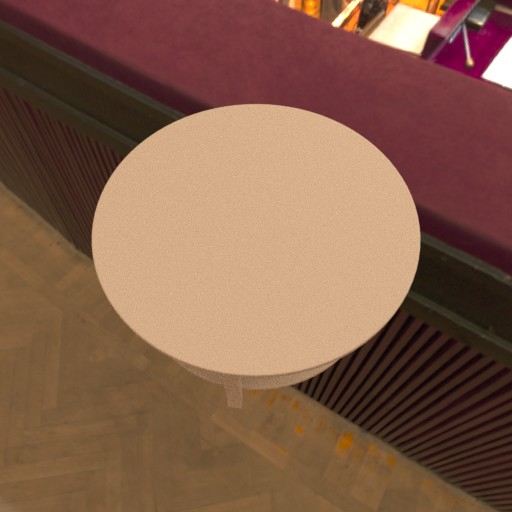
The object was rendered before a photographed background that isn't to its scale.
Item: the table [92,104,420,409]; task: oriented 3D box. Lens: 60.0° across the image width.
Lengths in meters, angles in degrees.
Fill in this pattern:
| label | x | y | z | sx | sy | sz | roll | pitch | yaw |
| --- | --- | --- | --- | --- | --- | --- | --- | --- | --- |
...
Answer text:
| label | x | y | z | sx | sy | sz | roll | pitch | yaw |
| --- | --- | --- | --- | --- | --- | --- | --- | --- | --- |
| table | 0.000 | 0.000 | 1.443 | 0.910 | 0.457 | 0.910 | 0 | 59 | 0 |
